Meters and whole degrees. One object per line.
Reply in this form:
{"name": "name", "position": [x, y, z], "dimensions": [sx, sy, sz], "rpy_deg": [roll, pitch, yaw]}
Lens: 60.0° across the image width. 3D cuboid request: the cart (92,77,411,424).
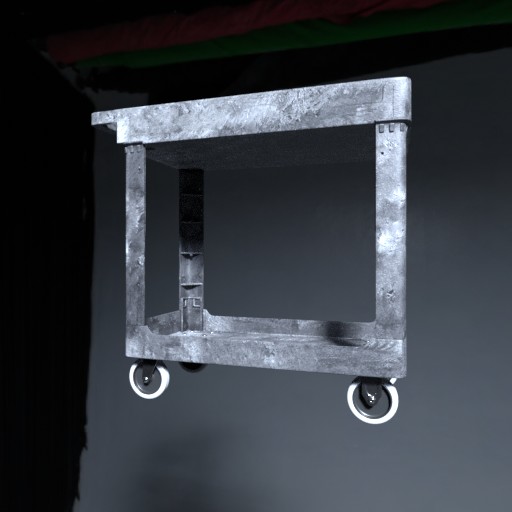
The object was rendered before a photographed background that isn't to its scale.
{"name": "cart", "position": [0.000, 0.000, 1.339], "dimensions": [0.877, 0.824, 0.420], "rpy_deg": [0, 0, 18]}
